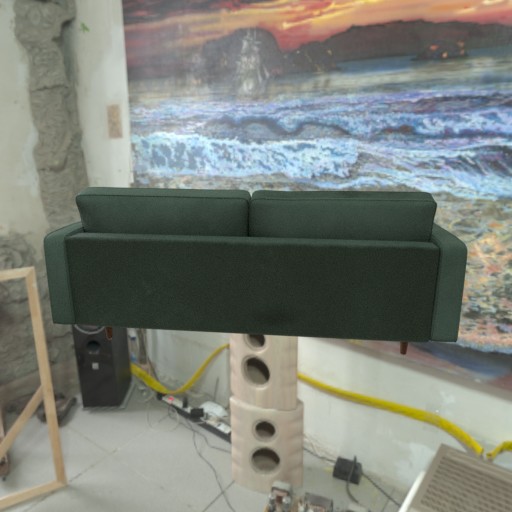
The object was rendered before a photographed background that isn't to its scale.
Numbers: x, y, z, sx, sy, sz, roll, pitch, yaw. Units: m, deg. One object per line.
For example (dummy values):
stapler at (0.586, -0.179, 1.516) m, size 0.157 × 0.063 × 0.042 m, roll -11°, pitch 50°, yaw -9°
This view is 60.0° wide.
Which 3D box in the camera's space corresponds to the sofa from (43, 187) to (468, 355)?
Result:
sofa at (0.000, 0.000, 2.378) m, size 1.880 × 0.772 × 0.916 m, roll 2°, pitch 16°, yaw 6°
